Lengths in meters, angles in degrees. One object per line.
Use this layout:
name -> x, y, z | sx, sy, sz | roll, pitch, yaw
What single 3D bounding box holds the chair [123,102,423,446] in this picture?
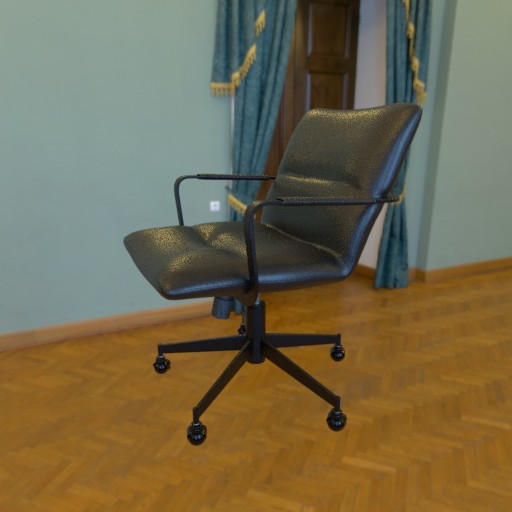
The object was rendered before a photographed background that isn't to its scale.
chair -> 0.000, 0.000, 1.416 | 0.748, 0.922, 0.719 | -8, 18, -24
